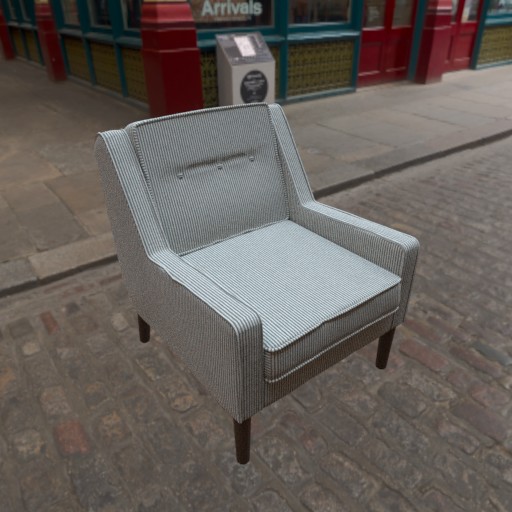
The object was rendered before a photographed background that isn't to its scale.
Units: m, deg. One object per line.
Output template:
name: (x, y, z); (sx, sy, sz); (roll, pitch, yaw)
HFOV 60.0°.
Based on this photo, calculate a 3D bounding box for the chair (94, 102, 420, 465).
chair: (0.000, 0.000, 1.370); (0.663, 0.792, 0.743); (-21, 36, -32)
